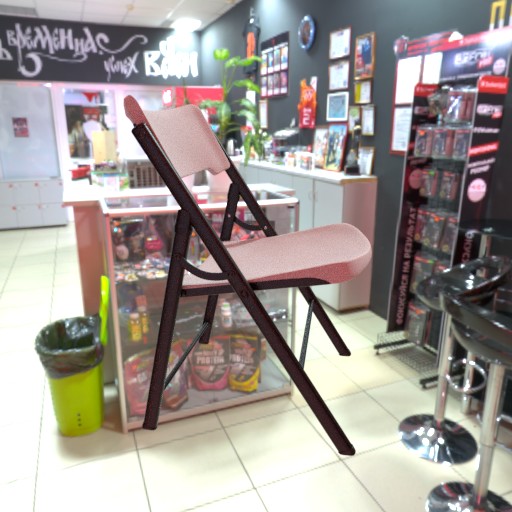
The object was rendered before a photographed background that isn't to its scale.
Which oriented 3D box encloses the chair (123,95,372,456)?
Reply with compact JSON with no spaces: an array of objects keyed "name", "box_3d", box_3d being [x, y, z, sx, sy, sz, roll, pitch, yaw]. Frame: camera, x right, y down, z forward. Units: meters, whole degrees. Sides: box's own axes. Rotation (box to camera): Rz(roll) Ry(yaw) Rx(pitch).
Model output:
[{"name":"chair","box_3d":[0.000,0.000,1.147,0.577,0.765,0.482,3,16,10]}]
